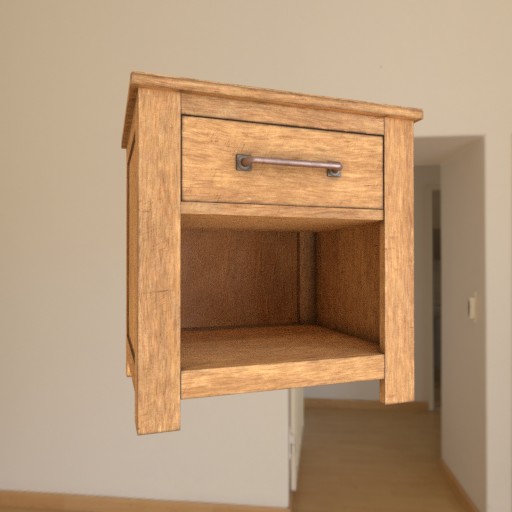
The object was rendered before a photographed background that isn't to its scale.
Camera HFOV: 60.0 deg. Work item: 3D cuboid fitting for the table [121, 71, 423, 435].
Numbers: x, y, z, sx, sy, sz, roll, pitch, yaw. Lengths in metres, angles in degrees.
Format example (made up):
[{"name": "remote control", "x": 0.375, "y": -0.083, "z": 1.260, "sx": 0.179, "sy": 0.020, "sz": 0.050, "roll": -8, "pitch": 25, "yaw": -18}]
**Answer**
[{"name": "table", "x": 0.000, "y": 0.000, "z": 1.058, "sx": 0.601, "sy": 0.625, "sz": 0.494, "roll": 0, "pitch": 0, "yaw": -19}]
